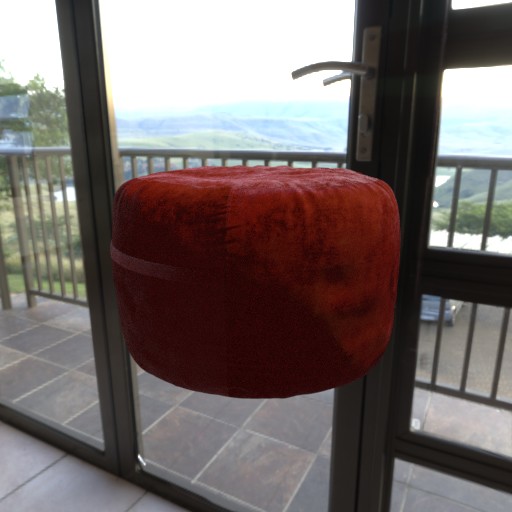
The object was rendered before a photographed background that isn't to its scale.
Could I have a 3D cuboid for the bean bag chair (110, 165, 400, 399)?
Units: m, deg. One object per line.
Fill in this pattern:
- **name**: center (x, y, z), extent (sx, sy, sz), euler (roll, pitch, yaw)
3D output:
- **bean bag chair**: center (0.000, 0.000, 1.980), extent (1.219, 0.762, 1.219), euler (0, 15, 0)
